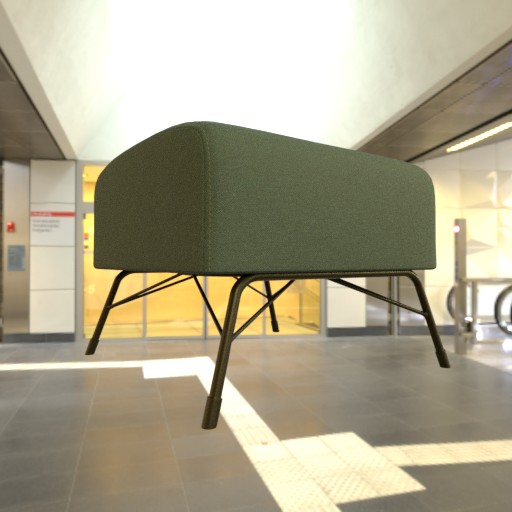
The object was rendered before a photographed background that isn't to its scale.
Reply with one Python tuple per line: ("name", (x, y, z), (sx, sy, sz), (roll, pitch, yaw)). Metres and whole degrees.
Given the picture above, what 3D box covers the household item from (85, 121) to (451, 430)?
("household item", (0.000, 0.000, 0.895), (0.530, 0.420, 0.530), (0, -1, -36))
